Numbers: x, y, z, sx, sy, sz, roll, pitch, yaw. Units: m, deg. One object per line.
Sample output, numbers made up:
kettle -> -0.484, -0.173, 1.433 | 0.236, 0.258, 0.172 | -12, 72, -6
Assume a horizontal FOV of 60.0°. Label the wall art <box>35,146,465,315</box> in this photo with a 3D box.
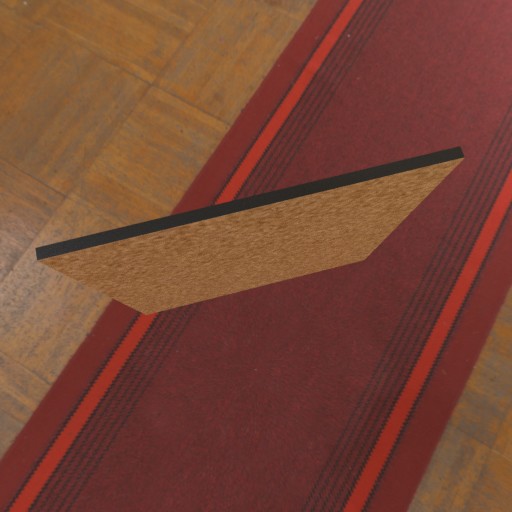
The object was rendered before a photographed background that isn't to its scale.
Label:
wall art -> 0.000, 0.000, 0.664 | 0.446, 0.445, 0.014 | -14, 76, -4
